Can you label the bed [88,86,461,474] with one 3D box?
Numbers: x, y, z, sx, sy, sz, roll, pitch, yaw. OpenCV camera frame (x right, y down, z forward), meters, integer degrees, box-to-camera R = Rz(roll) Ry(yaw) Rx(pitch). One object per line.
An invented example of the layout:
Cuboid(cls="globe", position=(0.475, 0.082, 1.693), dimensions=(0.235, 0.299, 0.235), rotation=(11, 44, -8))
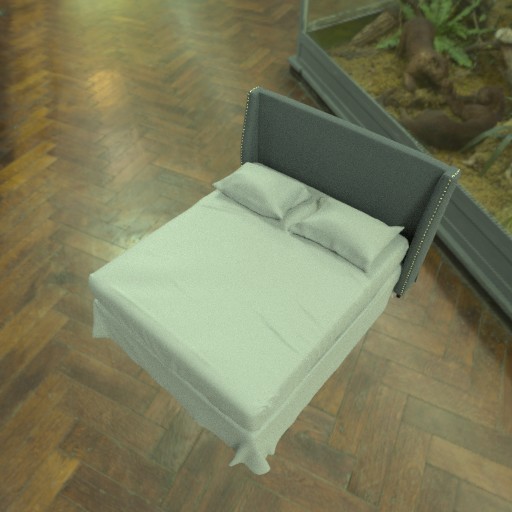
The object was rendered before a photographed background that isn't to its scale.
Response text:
Cuboid(cls="bed", position=(0.000, 0.000, 3.434), dimensions=(1.925, 1.332, 2.276), rotation=(32, 55, 26))
